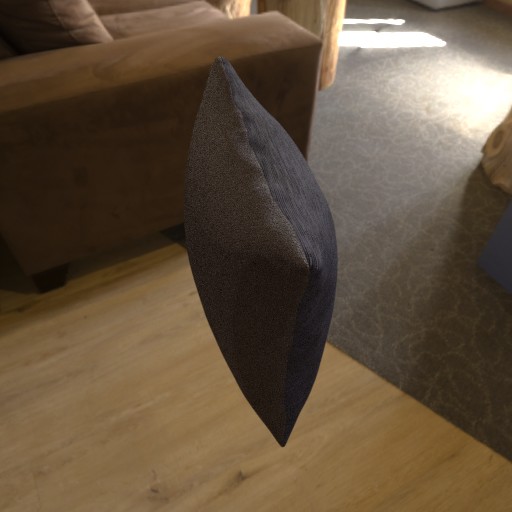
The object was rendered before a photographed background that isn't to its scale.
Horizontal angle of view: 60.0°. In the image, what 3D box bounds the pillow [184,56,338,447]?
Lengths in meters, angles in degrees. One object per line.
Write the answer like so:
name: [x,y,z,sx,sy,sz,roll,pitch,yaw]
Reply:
pillow: [0.000,0.000,0.682,0.204,0.439,0.452,-10,48,-9]
